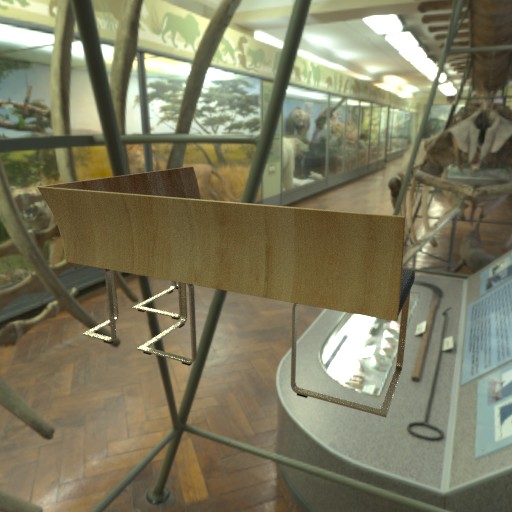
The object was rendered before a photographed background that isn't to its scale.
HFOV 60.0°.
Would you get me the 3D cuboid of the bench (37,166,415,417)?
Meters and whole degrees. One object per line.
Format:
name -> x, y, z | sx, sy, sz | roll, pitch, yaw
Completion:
bench -> 0.000, 0.000, 2.792 | 1.945, 0.930, 1.495 | 8, 18, 25
